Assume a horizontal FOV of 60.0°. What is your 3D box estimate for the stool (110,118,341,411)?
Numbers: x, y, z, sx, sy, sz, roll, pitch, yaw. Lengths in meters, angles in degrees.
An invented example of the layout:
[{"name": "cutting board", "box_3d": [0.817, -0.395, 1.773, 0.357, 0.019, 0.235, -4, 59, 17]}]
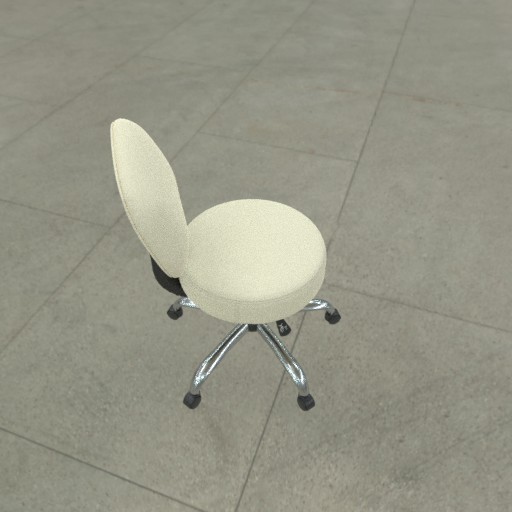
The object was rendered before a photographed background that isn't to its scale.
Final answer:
[{"name": "stool", "box_3d": [0.000, 0.000, 1.249, 0.616, 0.810, 0.609, -11, 46, -11]}]
